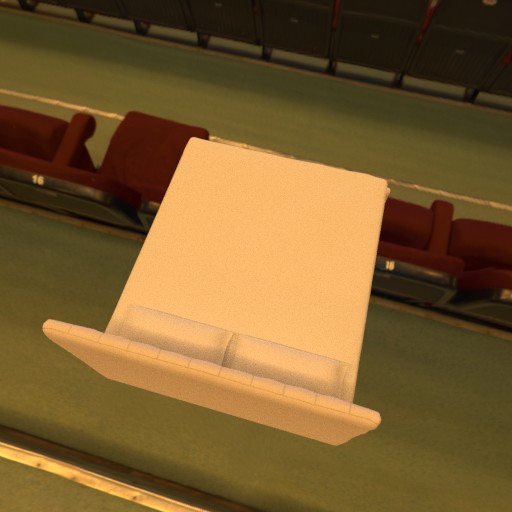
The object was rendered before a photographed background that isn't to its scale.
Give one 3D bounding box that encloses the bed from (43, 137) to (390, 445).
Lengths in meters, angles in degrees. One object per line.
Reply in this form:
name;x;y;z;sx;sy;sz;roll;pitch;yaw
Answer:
bed;0.000;0.000;3.676;2.078;1.427;2.387;14;65;7
